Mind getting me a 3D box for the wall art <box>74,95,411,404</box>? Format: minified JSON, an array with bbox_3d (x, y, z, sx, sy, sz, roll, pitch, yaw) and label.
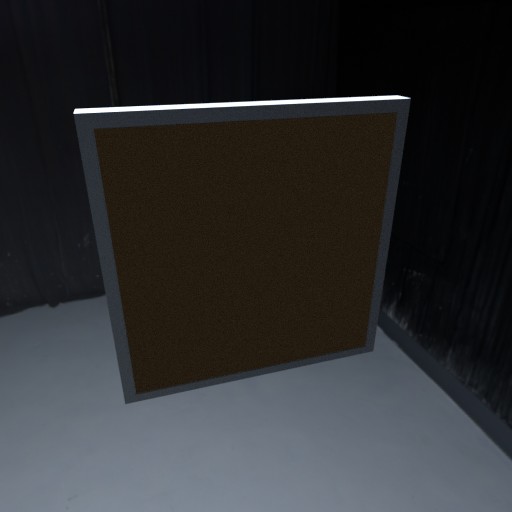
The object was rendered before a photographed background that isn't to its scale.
[{"bbox_3d":[0.000,0.000,0.770,0.506,0.506,0.038,-8,28,-15],"label":"wall art"}]
